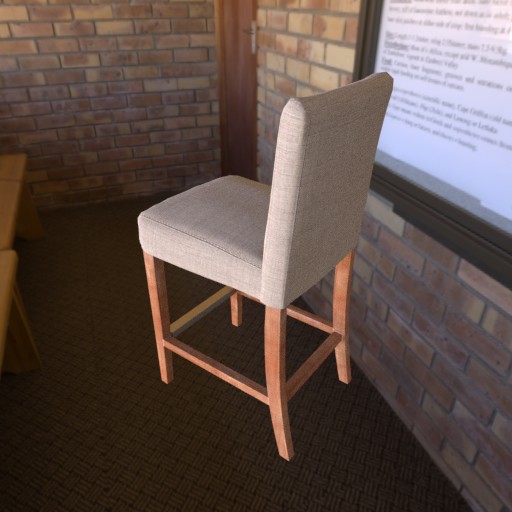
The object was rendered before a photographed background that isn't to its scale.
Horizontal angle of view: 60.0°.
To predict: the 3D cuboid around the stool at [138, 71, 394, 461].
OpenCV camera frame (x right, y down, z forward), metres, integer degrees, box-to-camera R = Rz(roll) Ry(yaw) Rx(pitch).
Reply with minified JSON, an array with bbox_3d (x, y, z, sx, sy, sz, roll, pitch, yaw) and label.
[{"bbox_3d":[0.000,0.000,1.342,0.567,1.039,0.454,21,37,31],"label":"stool"}]
